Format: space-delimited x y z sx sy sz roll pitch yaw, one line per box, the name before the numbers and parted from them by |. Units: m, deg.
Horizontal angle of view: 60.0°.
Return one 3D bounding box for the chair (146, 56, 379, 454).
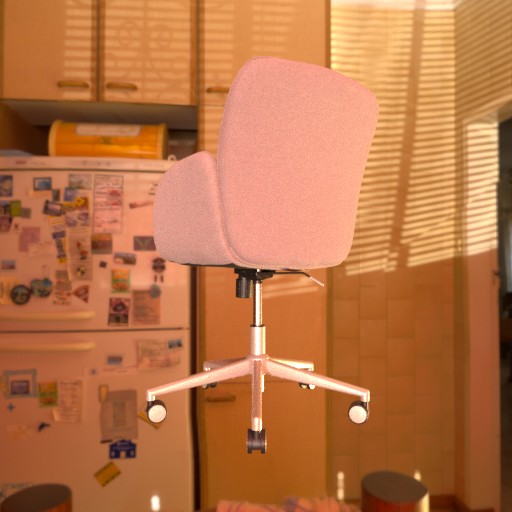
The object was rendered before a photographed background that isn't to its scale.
chair | 0.000 0.000 1.389 0.648 0.959 0.654 1 -1 -35
